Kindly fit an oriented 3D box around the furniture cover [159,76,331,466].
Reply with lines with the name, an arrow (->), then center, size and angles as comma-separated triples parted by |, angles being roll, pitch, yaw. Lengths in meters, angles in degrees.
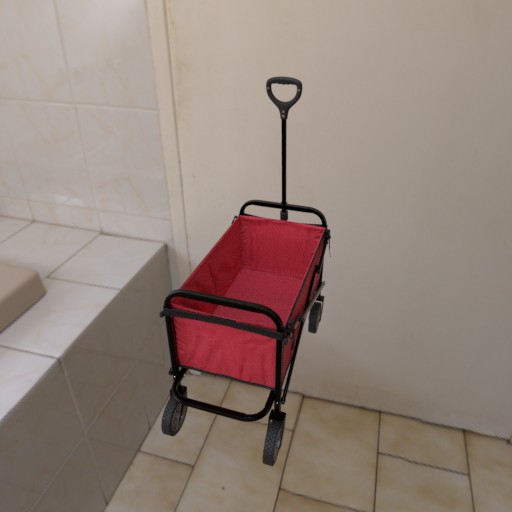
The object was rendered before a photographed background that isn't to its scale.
furniture cover -> 0.000, 0.000, 1.856 | 0.532, 1.295, 1.038 | 10, 33, 15
